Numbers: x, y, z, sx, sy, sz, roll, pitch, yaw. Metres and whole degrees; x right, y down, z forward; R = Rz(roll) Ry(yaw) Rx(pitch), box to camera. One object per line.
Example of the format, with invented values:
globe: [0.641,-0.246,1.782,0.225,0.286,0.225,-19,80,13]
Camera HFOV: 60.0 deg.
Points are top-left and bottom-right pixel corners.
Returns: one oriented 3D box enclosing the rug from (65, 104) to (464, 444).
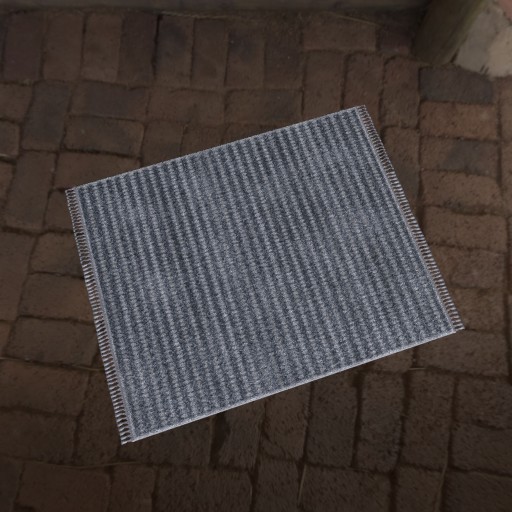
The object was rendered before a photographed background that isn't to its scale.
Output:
rug: [0.000,0.000,3.836,2.910,0.013,2.256,-17,75,-5]
